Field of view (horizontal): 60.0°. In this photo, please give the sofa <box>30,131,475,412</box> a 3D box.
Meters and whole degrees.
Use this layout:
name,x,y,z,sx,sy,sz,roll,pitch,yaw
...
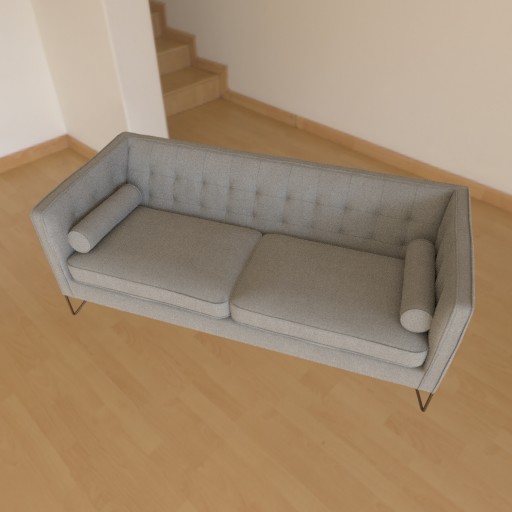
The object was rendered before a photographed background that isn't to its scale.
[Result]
name,x,y,z,sx,sy,sz,roll,pitch,yaw
sofa,0.000,0.000,2.487,2.079,0.798,0.912,12,43,13
